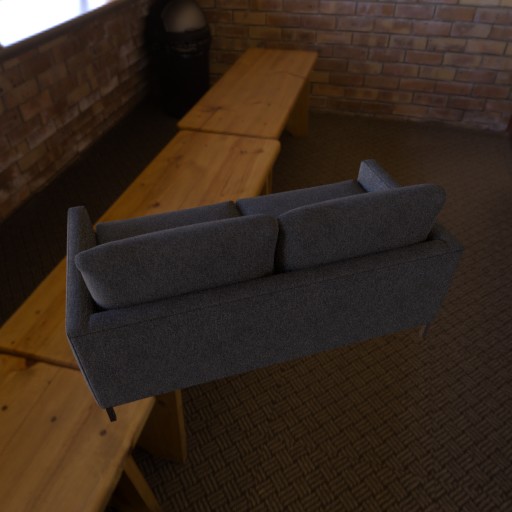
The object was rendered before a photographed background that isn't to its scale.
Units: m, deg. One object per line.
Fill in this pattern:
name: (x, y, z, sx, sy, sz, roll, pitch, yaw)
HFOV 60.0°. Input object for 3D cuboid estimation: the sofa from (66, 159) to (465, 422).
sofa: (0.000, 0.000, 2.199, 1.716, 0.862, 0.866, -12, 42, -13)
